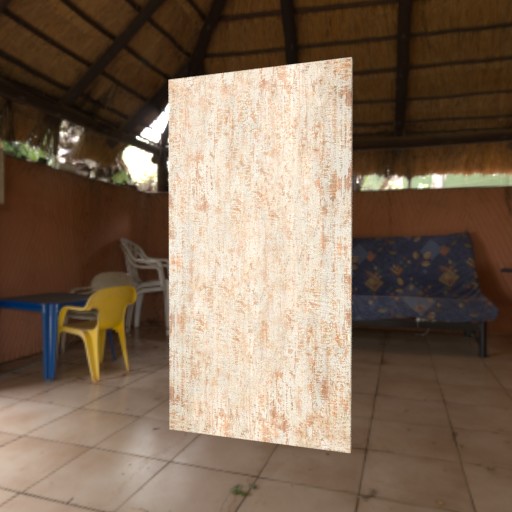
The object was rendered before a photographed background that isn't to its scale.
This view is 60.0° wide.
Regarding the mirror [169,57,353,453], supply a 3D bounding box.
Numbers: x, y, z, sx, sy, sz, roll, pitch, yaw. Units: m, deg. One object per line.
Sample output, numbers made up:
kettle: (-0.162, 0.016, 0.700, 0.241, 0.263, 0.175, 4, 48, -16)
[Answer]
mirror: (0.000, 0.000, 1.113, 0.472, 0.922, 0.027, 0, 1, 17)
